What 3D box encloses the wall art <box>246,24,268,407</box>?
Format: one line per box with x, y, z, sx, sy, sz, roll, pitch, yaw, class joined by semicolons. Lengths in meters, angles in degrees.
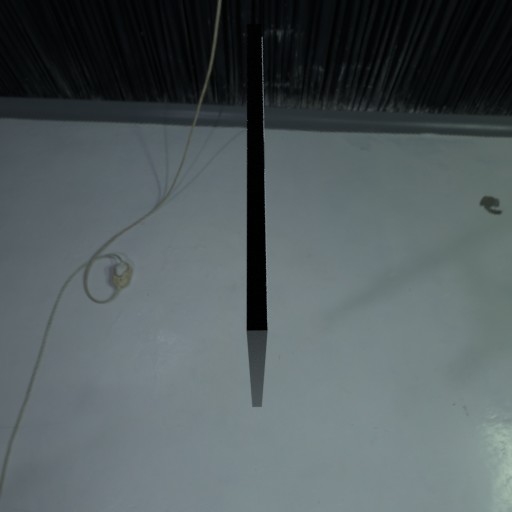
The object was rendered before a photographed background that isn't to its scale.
0.000;0.000;1.437;0.040;1.062;0.805;0;64;0;wall art
